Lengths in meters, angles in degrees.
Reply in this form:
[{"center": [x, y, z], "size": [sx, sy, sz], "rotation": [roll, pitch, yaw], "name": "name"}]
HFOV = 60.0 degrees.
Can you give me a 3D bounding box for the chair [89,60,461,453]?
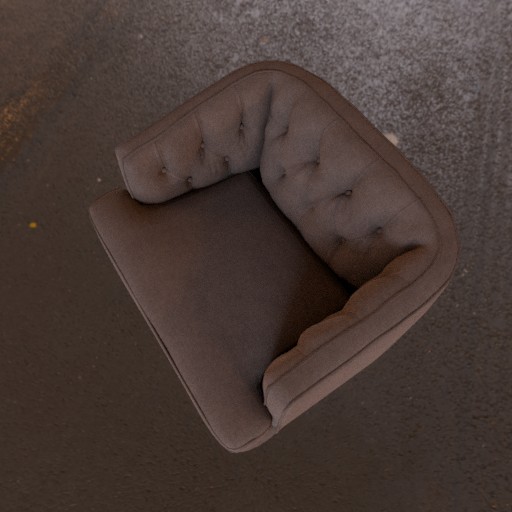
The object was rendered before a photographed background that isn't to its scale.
[{"center": [0.000, 0.000, 1.688], "size": [0.941, 0.852, 1.104], "rotation": [-31, 67, -14], "name": "chair"}]
